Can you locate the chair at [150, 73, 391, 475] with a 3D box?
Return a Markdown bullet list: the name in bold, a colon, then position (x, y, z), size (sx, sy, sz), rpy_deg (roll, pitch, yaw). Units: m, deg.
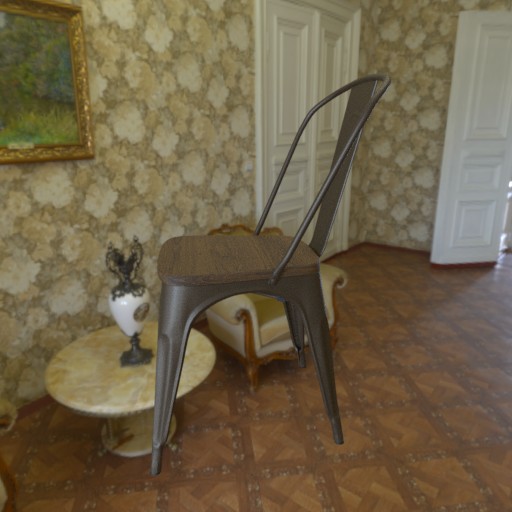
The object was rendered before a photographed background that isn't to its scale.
- **chair**: position (0.000, 0.000, 1.099), size (0.532, 0.844, 0.451), rpy_deg (-2, 16, -8)
